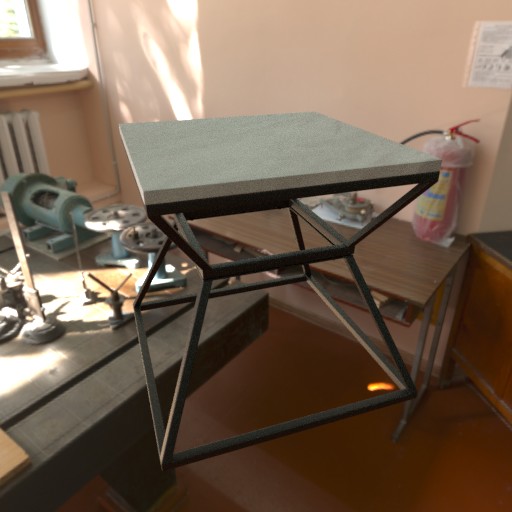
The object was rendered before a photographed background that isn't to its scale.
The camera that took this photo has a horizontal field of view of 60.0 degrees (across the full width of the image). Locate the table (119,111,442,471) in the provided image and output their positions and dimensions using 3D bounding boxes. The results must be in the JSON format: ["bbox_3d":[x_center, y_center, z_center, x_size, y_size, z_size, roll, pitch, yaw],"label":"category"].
[{"bbox_3d":[0.000,0.000,0.822,0.455,0.431,0.455,-9,29,-17],"label":"table"}]
